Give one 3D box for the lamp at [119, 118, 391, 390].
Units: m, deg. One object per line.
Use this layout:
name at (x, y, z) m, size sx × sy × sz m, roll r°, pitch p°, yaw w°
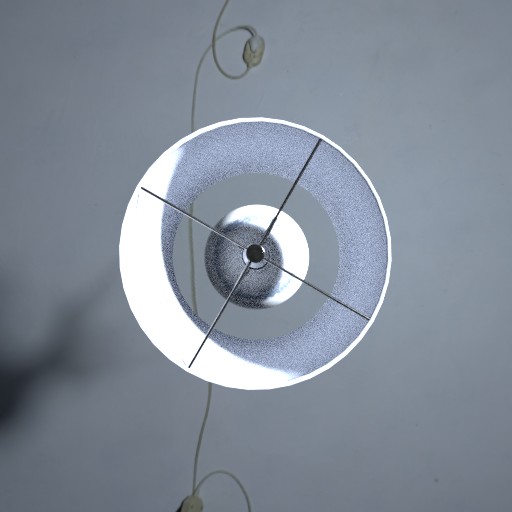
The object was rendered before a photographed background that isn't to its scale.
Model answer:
lamp at (0.000, 0.000, 0.554) m, size 0.216 × 0.404 × 0.216 m, roll 0°, pitch 89°, yaw 0°
